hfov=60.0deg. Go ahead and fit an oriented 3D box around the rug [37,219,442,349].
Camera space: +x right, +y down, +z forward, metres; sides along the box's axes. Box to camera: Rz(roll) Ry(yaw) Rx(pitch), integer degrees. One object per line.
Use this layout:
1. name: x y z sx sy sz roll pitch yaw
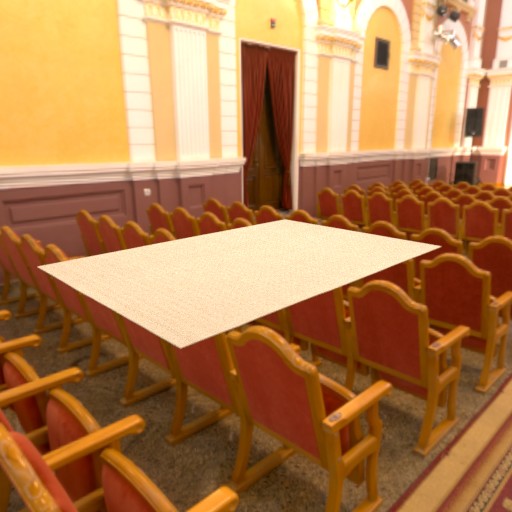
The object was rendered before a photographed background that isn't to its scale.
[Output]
1. rug: 0.000 0.000 2.973 2.289 0.006 1.523 -14 21 -43
